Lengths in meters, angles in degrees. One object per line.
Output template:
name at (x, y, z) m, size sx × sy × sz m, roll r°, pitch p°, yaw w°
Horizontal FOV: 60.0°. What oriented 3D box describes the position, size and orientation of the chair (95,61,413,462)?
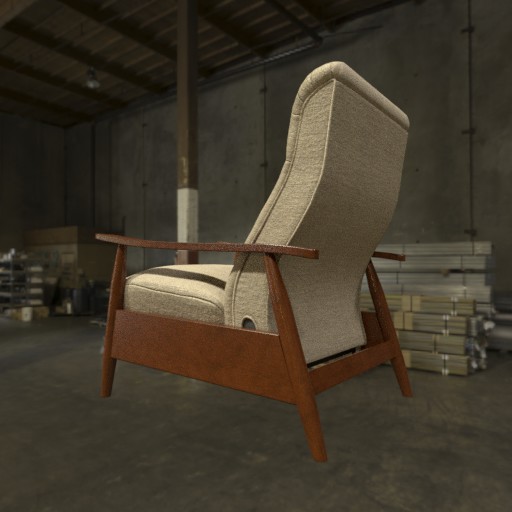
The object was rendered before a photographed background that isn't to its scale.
chair at (0.000, 0.000, 1.727) m, size 1.014 × 1.082 × 0.762 m, roll -1°, pitch -2°, yaw 37°
